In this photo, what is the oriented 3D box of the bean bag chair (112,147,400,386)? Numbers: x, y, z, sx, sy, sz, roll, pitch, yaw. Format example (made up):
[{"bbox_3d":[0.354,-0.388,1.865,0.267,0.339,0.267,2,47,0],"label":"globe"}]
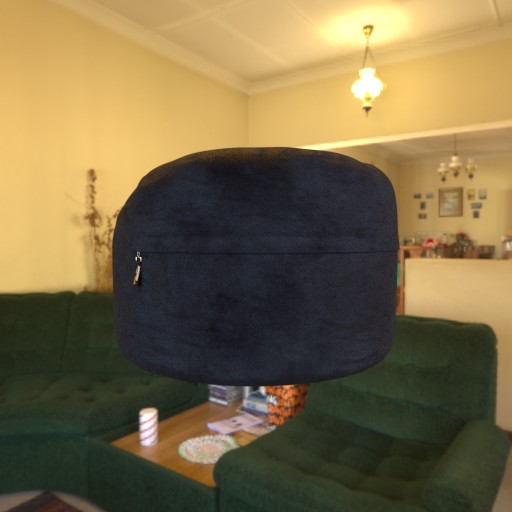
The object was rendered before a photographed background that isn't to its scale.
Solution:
[{"bbox_3d":[0.000,0.000,1.482,0.918,0.616,0.918,0,2,0],"label":"bean bag chair"}]
